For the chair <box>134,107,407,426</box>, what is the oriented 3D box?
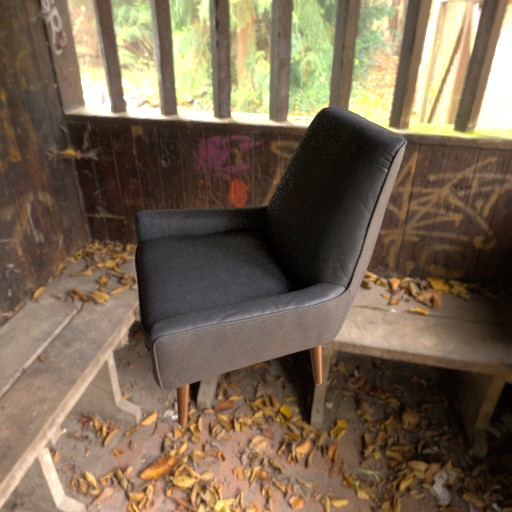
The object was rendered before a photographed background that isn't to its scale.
[{"bbox_3d":[0.000,0.000,1.543,0.822,0.888,0.787,-8,32,-14],"label":"chair"}]
